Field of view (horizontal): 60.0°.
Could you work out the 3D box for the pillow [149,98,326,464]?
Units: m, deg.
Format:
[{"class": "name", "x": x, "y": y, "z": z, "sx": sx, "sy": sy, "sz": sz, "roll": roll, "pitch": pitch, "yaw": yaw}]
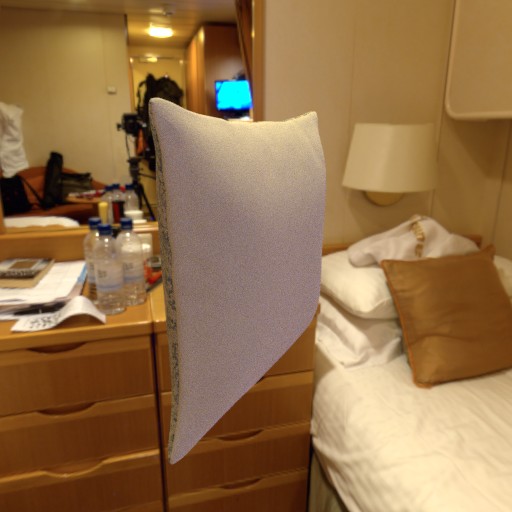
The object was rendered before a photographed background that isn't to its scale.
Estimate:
[{"class": "pillow", "x": 0.000, "y": 0.000, "z": 0.797, "sx": 0.166, "sy": 0.510, "sz": 0.523, "roll": 9, "pitch": 18, "yaw": 27}]
